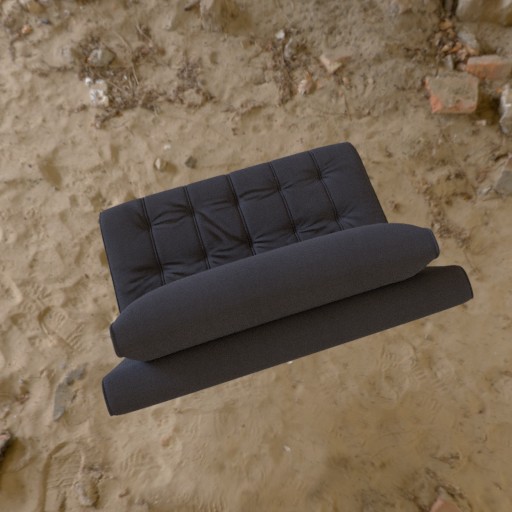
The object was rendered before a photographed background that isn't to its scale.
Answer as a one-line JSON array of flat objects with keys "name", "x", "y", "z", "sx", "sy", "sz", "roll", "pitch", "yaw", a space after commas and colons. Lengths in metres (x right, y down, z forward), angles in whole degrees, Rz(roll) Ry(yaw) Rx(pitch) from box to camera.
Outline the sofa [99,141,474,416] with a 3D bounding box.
[{"name": "sofa", "x": 0.000, "y": 0.000, "z": 1.821, "sx": 1.220, "sy": 0.910, "sz": 0.910, "roll": -17, "pitch": 73, "yaw": -5}]
